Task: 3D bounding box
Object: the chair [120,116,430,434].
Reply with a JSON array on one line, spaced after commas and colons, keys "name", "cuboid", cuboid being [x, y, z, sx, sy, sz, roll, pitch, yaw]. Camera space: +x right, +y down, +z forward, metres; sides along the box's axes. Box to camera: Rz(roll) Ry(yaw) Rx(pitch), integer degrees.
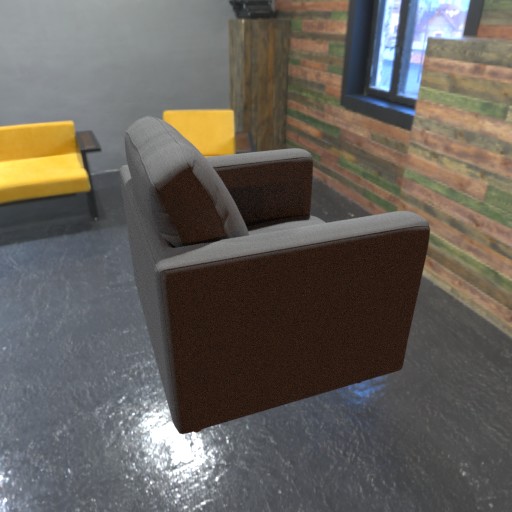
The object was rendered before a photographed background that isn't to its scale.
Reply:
[{"name": "chair", "cuboid": [0.000, 0.000, 1.568, 0.800, 0.927, 0.854, -10, 31, -18]}]
